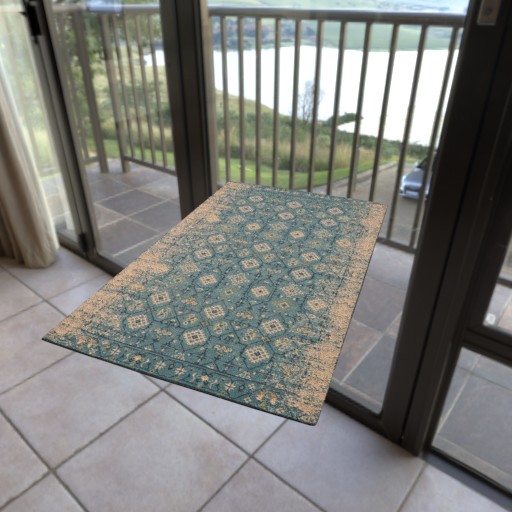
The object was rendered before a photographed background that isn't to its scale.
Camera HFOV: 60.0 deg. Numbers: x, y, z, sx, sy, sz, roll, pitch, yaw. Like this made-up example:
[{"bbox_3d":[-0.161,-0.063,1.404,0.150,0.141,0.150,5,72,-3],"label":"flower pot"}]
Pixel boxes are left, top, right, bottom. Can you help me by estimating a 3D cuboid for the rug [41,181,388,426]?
[{"bbox_3d":[0.000,0.000,2.257,1.102,0.008,1.795,11,33,18],"label":"rug"}]
